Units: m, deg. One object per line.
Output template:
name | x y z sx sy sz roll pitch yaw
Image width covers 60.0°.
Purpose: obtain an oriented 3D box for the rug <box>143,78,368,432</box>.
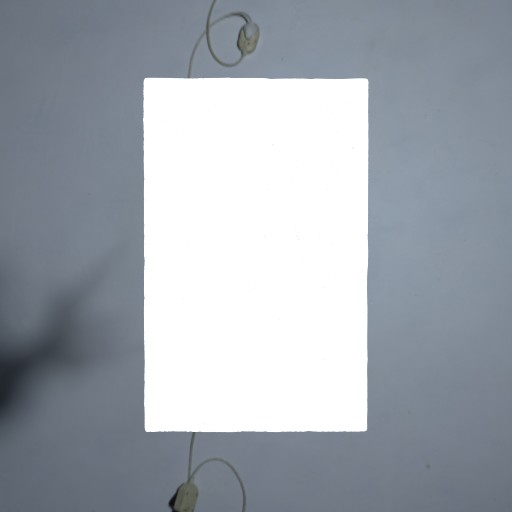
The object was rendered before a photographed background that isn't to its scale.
rug | 0.000 0.000 3.060 1.546 0.010 2.442 0 91 0
